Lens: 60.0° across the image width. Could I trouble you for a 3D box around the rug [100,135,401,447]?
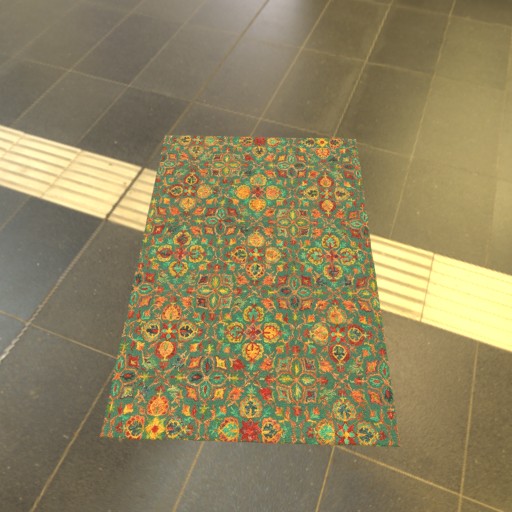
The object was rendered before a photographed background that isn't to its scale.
[{"bbox_3d":[0.000,0.000,2.888,1.527,0.016,2.290,1,56,1],"label":"rug"}]
